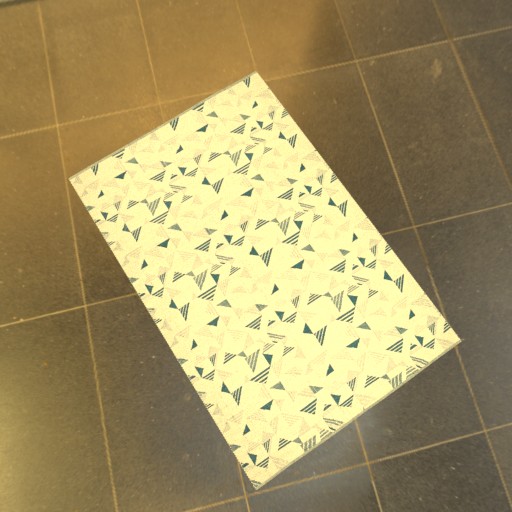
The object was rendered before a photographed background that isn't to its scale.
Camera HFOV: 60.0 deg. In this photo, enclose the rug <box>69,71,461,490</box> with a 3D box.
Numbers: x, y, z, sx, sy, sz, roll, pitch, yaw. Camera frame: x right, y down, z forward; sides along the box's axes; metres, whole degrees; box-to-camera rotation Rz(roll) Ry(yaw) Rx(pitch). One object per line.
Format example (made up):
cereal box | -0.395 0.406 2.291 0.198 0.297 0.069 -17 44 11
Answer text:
rug | 0.000 0.000 2.274 1.206 0.003 1.835 -33 78 -8
